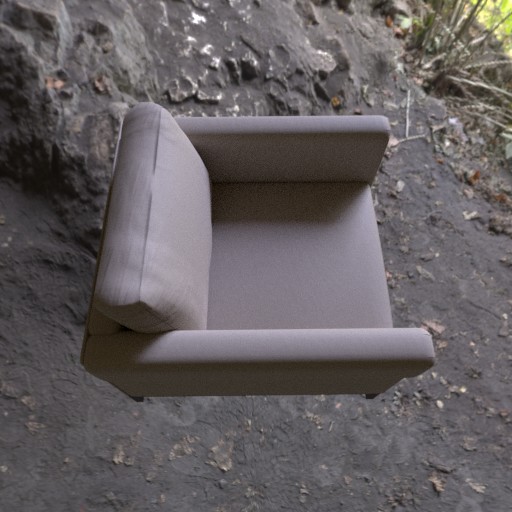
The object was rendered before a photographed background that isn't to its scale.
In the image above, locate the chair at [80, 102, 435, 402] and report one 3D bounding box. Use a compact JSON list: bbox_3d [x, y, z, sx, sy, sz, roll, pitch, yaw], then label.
[{"bbox_3d":[0.000,0.000,1.590,0.959,0.838,0.914,-1,63,0],"label":"chair"}]
